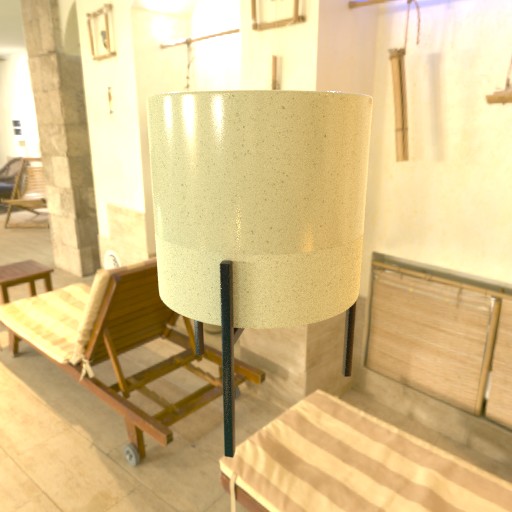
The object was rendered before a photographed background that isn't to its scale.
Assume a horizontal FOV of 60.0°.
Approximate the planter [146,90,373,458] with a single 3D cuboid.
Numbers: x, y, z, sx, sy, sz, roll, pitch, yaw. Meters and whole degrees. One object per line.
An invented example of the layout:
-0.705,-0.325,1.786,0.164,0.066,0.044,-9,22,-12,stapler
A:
0.000,0.000,0.341,0.152,0.230,0.159,-16,23,-42,planter
